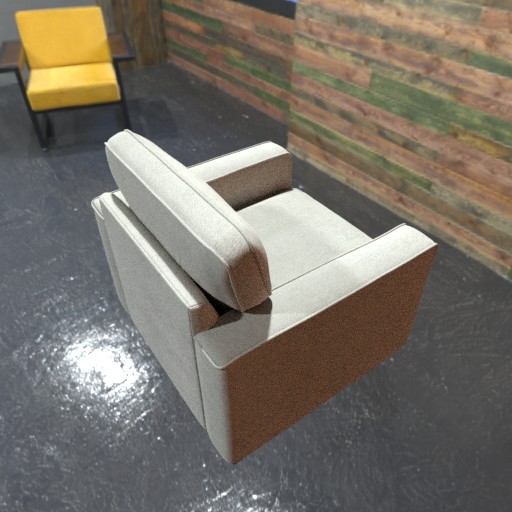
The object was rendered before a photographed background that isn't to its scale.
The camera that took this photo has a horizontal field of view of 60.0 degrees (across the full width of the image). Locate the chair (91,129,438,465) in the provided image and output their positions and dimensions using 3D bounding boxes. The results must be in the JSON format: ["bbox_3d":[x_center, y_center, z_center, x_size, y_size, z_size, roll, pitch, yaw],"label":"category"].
[{"bbox_3d":[0.000,0.000,1.778,0.939,0.965,1.015,-25,46,-26],"label":"chair"}]
